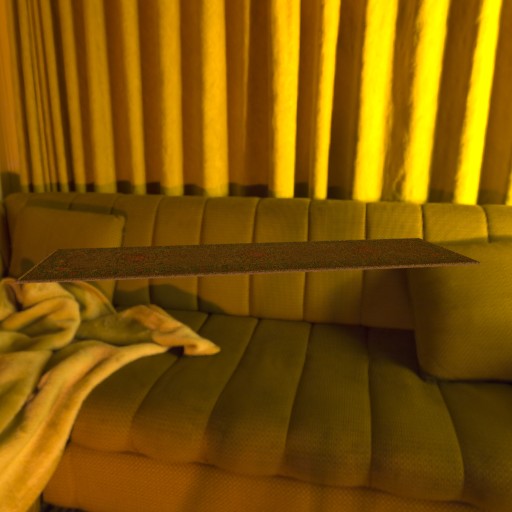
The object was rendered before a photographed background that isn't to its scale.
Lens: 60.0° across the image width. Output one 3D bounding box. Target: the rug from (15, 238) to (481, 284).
[{"bbox_3d":[0.000,0.000,2.470,2.297,0.019,0.659,-2,14,-8],"label":"rug"}]
